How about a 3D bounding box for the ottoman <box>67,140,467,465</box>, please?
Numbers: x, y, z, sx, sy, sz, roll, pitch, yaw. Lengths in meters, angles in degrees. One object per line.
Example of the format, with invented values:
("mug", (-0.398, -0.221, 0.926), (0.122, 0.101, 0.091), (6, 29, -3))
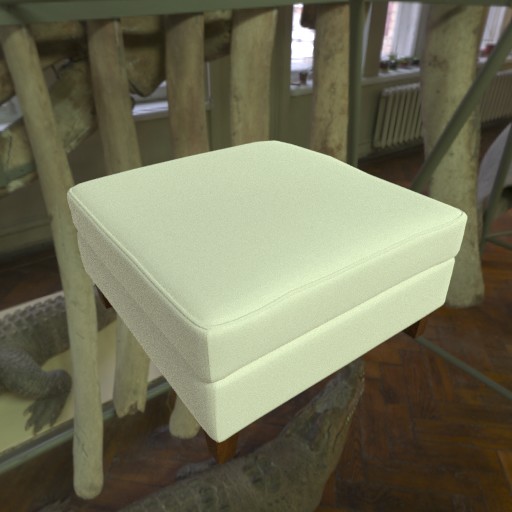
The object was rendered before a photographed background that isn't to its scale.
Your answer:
("ottoman", (0.000, 0.000, 1.348), (0.838, 0.479, 0.838), (-21, 37, -30))
